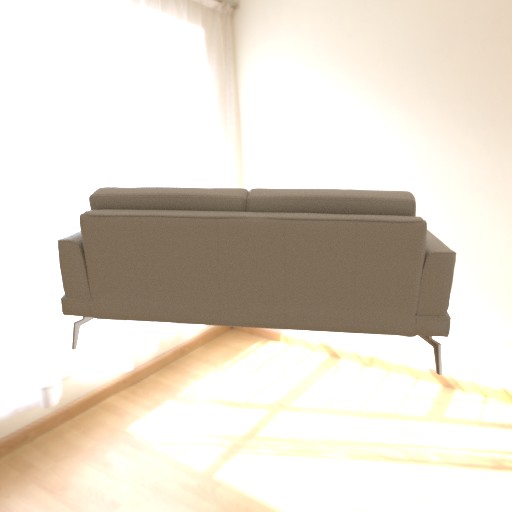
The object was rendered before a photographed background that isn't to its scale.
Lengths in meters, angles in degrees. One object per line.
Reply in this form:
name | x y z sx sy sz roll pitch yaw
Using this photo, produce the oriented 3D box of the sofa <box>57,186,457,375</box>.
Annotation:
sofa | 0.000 0.000 2.840 2.177 0.930 1.121 2 14 8
